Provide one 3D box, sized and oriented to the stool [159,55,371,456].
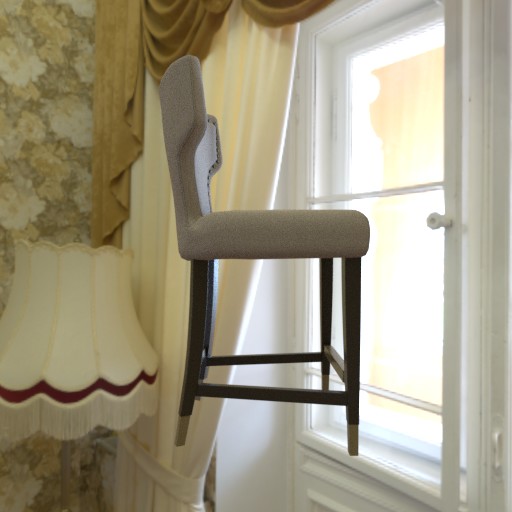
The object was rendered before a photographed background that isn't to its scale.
[{"bbox_3d":[0.000,0.000,1.327,0.563,0.982,0.527,0,0,0],"label":"stool"}]
